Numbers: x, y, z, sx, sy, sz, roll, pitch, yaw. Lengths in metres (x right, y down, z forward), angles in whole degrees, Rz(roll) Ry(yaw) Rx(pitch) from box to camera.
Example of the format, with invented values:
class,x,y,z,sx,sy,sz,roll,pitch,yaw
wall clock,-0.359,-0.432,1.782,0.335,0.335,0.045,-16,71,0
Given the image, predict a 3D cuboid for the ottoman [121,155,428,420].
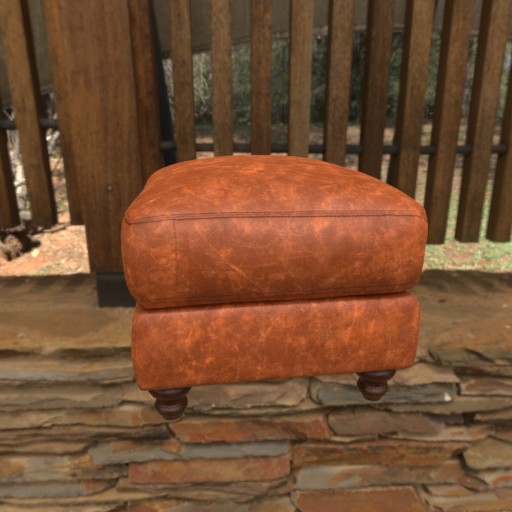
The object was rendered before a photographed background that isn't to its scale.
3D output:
class,x,y,z,sx,sy,sz,roll,pitch,yaw
ottoman,0.000,0.000,1.283,0.657,0.562,0.832,-2,16,-9
